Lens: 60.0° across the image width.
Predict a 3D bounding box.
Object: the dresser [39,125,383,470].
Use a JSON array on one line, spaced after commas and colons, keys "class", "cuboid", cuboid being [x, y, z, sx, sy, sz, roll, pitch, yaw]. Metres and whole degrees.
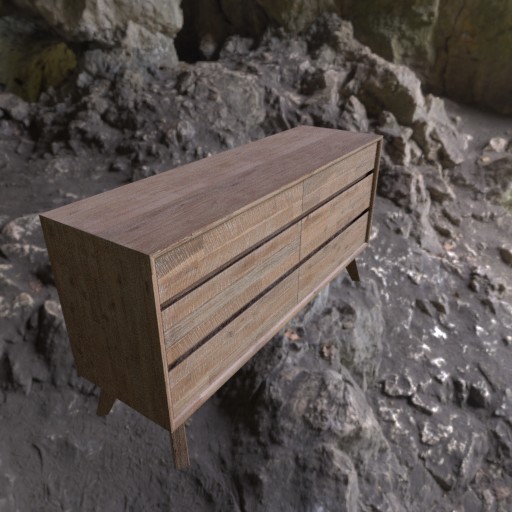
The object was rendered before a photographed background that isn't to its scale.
[{"class": "dresser", "cuboid": [0.000, 0.000, 1.917, 0.455, 0.805, 1.554, 18, 32, 30]}]
